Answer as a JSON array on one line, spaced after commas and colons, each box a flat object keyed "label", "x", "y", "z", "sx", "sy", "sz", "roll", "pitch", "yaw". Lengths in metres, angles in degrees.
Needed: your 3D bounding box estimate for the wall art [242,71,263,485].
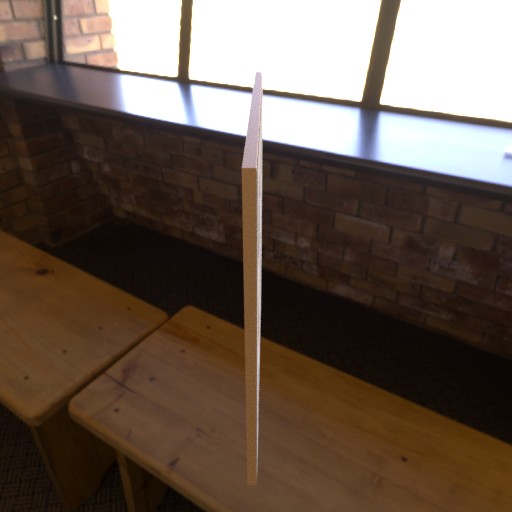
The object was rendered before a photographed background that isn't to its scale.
[{"label": "wall art", "x": 0.000, "y": 0.000, "z": 0.681, "sx": 0.013, "sy": 0.455, "sz": 0.457, "roll": 1, "pitch": 32, "yaw": 1}]
